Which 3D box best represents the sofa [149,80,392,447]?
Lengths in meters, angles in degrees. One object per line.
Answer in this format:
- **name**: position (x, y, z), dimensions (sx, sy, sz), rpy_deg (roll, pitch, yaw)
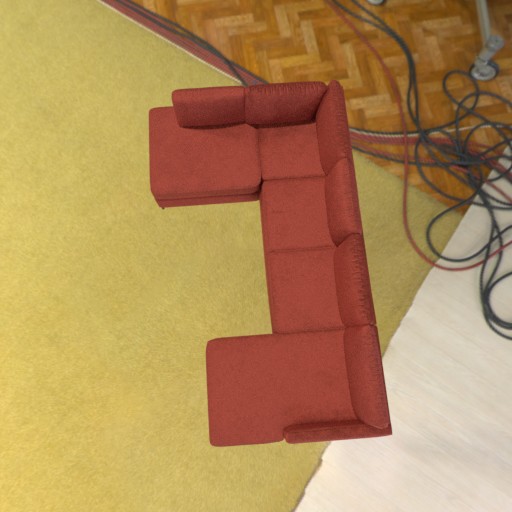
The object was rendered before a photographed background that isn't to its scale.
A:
- **sofa**: position (0.000, 0.000, 4.346), dimensions (2.055, 0.992, 3.434), rpy_deg (-4, 75, -1)
